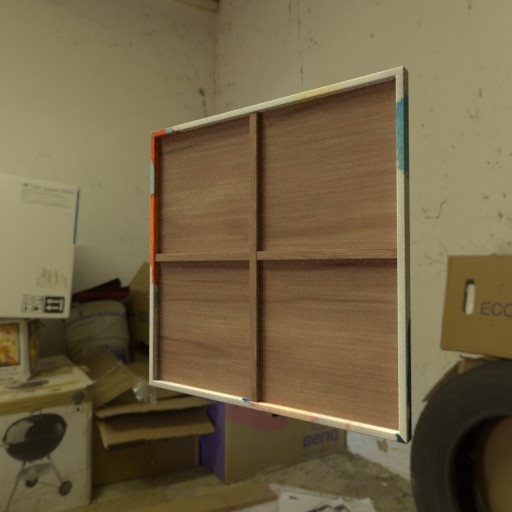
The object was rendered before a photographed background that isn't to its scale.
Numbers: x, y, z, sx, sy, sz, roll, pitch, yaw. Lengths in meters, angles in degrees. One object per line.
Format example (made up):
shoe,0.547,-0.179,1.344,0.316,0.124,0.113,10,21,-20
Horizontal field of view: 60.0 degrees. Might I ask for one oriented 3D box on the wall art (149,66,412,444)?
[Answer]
wall art,0.000,0.000,1.501,1.017,1.017,0.044,-1,-2,36
